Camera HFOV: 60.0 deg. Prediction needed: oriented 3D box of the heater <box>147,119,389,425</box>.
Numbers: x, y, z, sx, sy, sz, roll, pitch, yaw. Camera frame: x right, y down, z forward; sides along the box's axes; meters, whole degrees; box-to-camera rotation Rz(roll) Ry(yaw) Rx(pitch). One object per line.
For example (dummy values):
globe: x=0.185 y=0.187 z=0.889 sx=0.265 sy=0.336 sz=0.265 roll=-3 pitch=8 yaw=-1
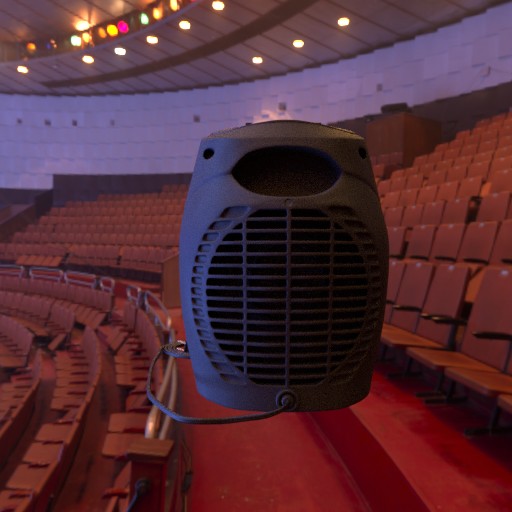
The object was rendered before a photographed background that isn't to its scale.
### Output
heater: x=0.000 y=0.000 z=0.458 sx=0.239 sy=0.240 sz=0.291 roll=0 pitch=0 yaw=0
